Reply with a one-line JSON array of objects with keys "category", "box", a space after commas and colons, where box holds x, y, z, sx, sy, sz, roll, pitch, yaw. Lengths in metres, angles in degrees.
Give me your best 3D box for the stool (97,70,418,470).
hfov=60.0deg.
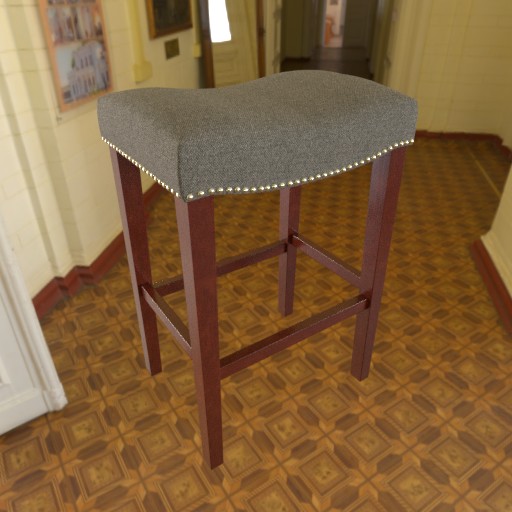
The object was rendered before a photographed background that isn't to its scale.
[{"category": "stool", "box": [0.000, 0.000, 1.008, 0.504, 0.742, 0.372, -19, 36, -29]}]
